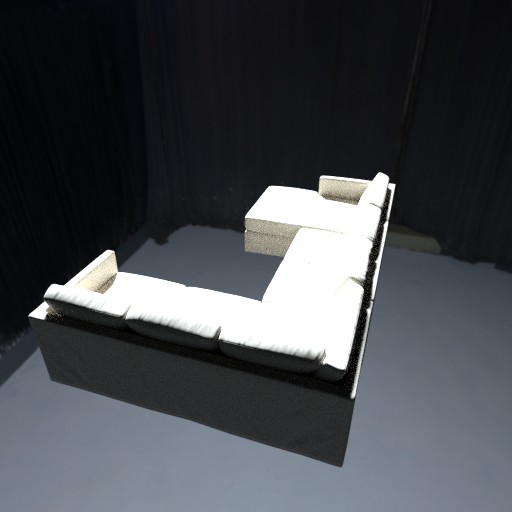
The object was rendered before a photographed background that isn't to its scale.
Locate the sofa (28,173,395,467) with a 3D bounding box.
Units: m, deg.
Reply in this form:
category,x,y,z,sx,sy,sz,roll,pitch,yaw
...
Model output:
category,x,y,z,sx,sy,sz,roll,pitch,yaw
sofa,0.000,0.000,4.471,2.448,0.882,3.464,10,34,15
